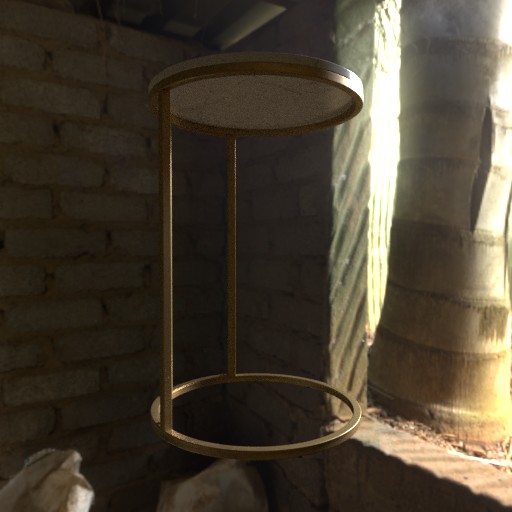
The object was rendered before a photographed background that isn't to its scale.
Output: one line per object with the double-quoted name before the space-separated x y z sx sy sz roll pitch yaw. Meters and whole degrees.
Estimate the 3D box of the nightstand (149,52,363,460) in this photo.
"nightstand" 0.000 0.000 0.858 0.400 0.610 0.400 0 2 17
